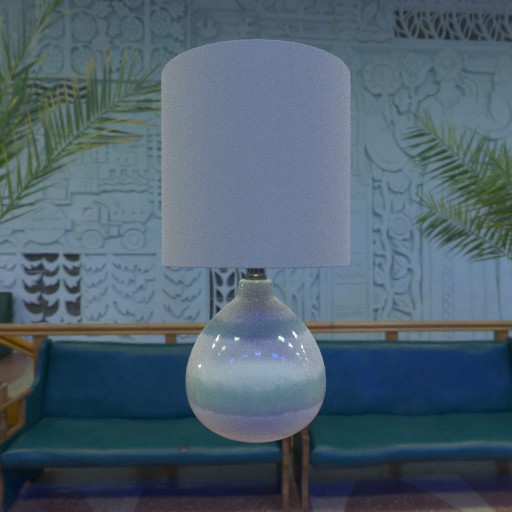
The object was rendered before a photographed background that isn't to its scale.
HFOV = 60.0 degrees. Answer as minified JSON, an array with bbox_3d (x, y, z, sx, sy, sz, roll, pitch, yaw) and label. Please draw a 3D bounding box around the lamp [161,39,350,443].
[{"bbox_3d":[0.000,0.000,0.521,0.217,0.404,0.217,0,1,-1],"label":"lamp"}]
